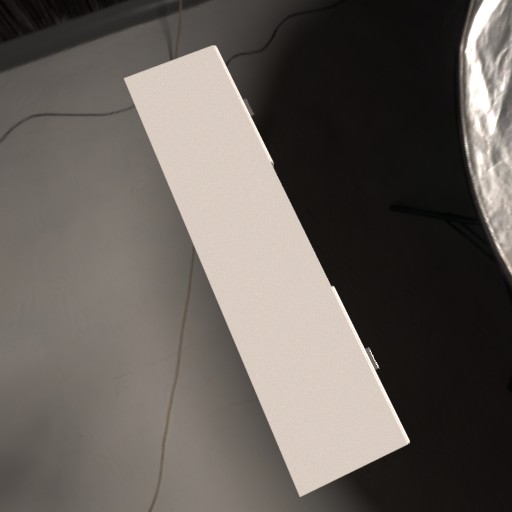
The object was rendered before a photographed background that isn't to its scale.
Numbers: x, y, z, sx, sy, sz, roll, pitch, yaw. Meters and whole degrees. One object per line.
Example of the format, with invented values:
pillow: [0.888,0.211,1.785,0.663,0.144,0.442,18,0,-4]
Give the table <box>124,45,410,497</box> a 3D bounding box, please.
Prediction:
table: [0.000,0.000,1.715,0.400,0.440,1.550,-23,77,-6]
